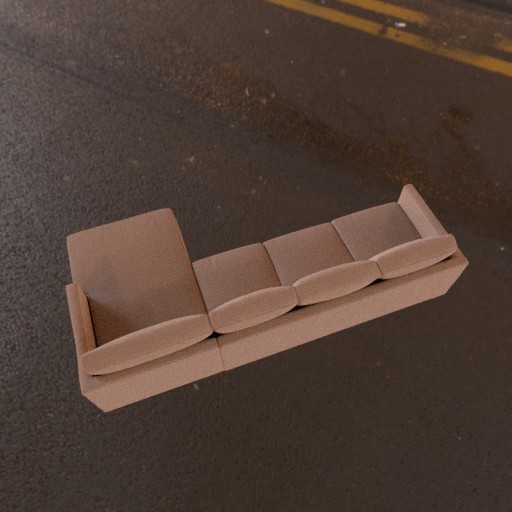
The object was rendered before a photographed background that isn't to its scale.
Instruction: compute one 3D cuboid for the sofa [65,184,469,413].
[{"bbox_3d":[0.000,0.000,3.980,3.186,0.861,1.625,-17,60,-10],"label":"sofa"}]
